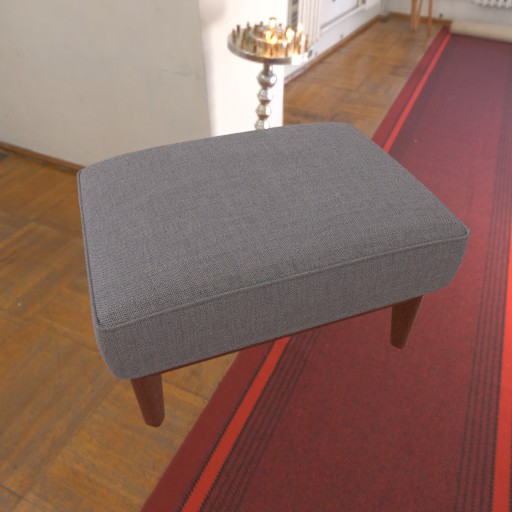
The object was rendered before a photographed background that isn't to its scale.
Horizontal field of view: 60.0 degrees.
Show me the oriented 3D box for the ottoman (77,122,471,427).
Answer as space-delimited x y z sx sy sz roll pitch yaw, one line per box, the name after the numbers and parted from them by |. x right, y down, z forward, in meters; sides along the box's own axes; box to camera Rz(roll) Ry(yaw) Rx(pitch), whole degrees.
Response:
0.000 0.000 1.088 0.750 0.458 0.555 -13 43 -15 | ottoman
